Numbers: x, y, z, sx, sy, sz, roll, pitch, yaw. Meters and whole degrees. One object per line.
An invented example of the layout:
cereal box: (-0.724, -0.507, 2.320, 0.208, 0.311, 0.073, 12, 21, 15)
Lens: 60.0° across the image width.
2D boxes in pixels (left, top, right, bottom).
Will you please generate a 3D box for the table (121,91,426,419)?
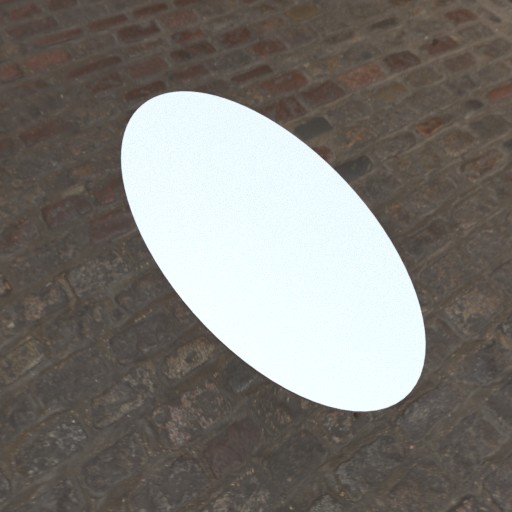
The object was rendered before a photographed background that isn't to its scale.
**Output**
table: (0.000, 0.000, 1.311, 0.542, 0.390, 1.083, -32, 66, -16)
